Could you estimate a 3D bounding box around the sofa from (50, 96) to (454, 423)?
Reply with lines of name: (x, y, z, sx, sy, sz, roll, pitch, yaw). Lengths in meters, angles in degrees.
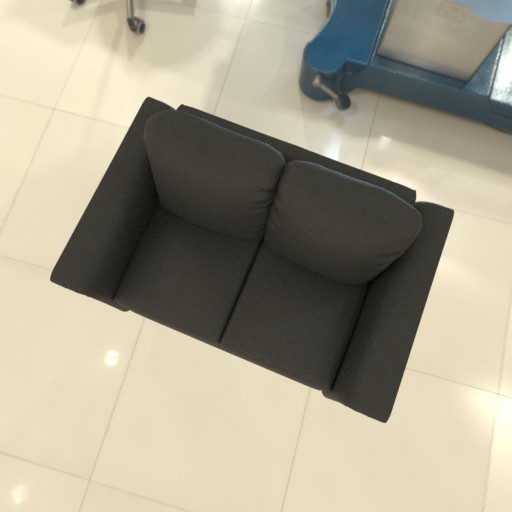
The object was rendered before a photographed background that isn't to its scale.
sofa: (0.000, 0.000, 1.936, 1.386, 0.845, 0.887, 22, 77, 5)
